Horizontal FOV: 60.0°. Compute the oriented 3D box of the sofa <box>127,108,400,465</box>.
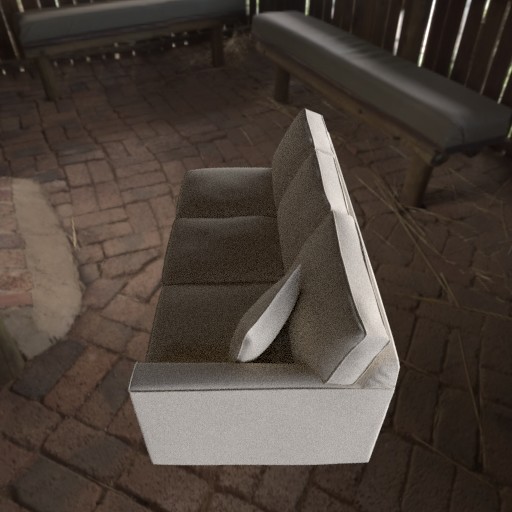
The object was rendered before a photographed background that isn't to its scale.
[{"bbox_3d":[0.000,0.000,2.492,1.034,0.946,1.963,0,40,0],"label":"sofa"}]
